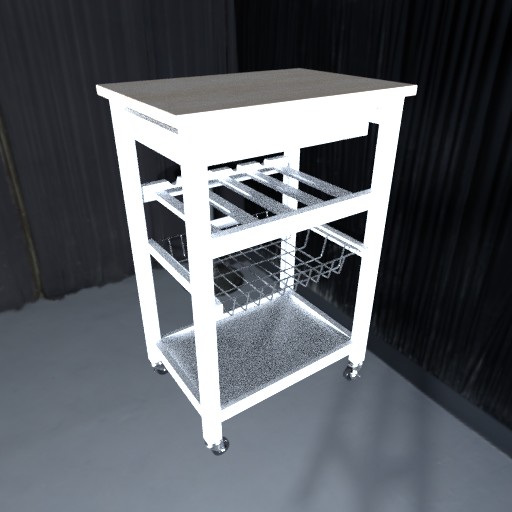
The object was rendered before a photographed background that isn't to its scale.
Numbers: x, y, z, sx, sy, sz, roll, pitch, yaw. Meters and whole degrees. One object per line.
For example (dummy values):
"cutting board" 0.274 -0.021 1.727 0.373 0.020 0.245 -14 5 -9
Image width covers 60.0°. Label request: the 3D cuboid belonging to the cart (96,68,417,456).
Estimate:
"cart" 0.000 0.000 1.179 0.578 0.857 0.406 -18 34 -30
